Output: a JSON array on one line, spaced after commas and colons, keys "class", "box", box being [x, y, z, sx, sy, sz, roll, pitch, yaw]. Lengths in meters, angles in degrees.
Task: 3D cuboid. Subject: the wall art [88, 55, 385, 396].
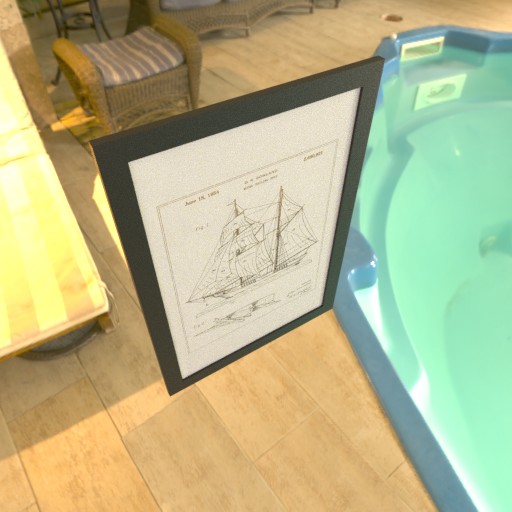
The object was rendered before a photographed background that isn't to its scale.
[{"class": "wall art", "box": [0.000, 0.000, 0.695, 0.381, 0.534, 0.013, -24, 51, -21]}]
